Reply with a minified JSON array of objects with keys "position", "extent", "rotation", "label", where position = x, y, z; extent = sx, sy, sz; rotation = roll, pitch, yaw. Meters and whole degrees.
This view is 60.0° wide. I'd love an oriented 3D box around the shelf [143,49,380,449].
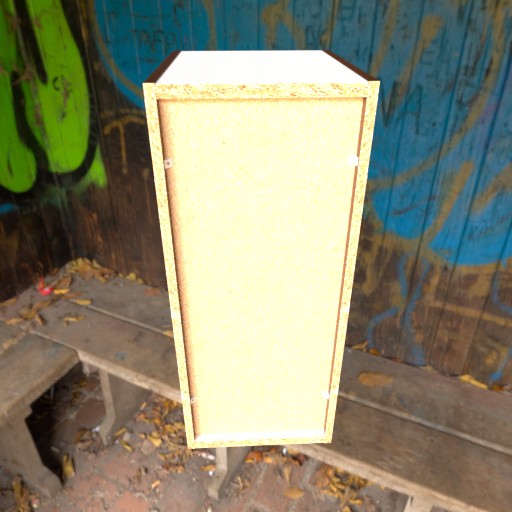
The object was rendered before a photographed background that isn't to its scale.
[{"position":[0.000,0.000,0.744],"extent":[0.253,0.600,0.290],"rotation":[-1,31,-2],"label":"shelf"}]
